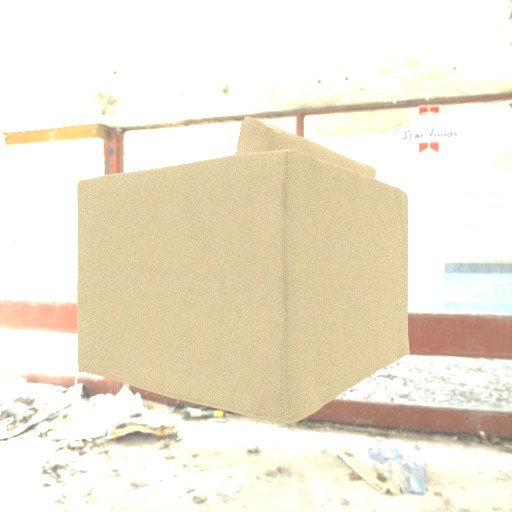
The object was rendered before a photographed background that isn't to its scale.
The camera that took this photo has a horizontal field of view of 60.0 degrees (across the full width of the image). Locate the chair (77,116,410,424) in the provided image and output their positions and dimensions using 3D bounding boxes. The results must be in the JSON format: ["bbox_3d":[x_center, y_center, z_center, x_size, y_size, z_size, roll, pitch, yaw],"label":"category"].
[{"bbox_3d":[0.000,0.000,1.789,0.947,0.851,1.057,0,1,36],"label":"chair"}]
